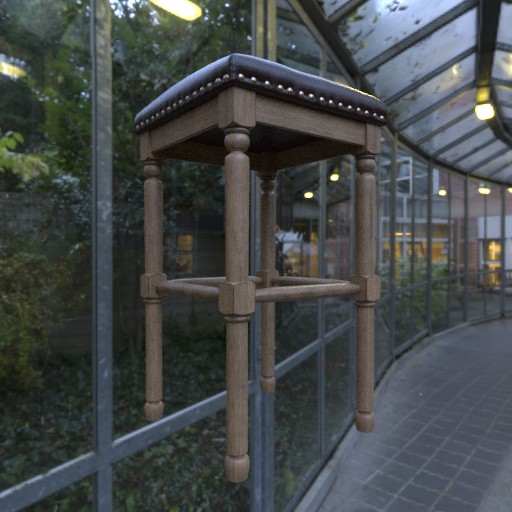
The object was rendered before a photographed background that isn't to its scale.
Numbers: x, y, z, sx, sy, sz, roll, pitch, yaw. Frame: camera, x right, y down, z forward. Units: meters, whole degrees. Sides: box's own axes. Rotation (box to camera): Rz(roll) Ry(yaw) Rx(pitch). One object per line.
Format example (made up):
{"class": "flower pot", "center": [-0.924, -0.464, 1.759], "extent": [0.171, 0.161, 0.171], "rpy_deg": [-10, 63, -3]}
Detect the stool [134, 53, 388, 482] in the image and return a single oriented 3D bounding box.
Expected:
{"class": "stool", "center": [0.000, 0.000, 0.924], "extent": [0.382, 0.702, 0.383], "rpy_deg": [0, 1, -37]}
